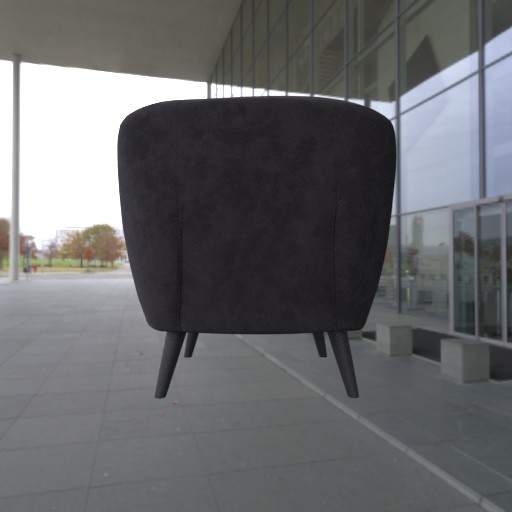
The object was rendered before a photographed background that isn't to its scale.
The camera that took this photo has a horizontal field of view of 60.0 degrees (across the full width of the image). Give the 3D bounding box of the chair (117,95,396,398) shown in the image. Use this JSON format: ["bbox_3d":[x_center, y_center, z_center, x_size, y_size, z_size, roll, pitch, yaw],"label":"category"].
[{"bbox_3d":[0.000,0.000,1.493,0.840,0.807,0.819,0,-1,0],"label":"chair"}]
